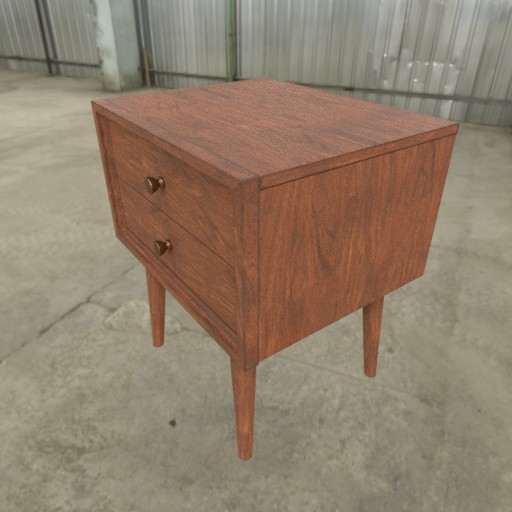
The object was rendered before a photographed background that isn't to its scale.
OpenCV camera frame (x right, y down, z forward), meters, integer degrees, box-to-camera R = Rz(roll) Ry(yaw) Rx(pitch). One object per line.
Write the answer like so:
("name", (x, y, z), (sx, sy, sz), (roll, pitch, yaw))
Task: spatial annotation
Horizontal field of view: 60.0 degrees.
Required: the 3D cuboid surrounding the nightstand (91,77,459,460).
("nightstand", (0.000, 0.000, 0.949), (0.445, 0.607, 0.521), (-21, 37, -30))
